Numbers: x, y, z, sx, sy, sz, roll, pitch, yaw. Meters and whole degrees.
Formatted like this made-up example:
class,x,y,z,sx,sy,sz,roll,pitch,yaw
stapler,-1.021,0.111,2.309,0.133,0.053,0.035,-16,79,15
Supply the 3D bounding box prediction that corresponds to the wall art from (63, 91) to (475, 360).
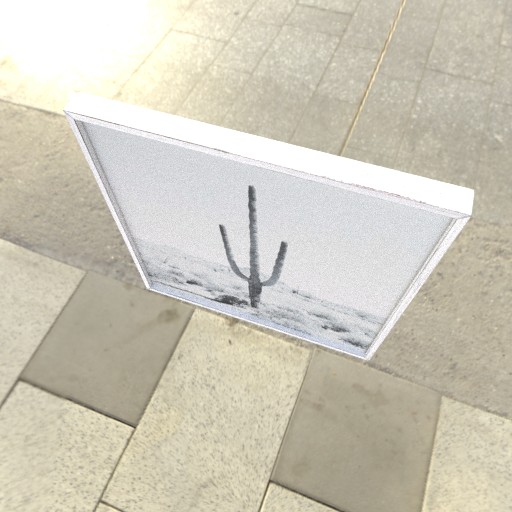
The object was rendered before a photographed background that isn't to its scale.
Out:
class,x,y,z,sx,sy,sz,roll,pitch,yaw
wall art,0.000,0.000,0.750,0.508,0.508,0.038,17,61,10
